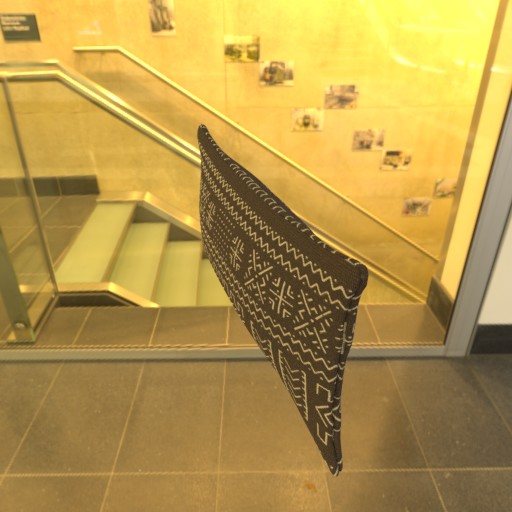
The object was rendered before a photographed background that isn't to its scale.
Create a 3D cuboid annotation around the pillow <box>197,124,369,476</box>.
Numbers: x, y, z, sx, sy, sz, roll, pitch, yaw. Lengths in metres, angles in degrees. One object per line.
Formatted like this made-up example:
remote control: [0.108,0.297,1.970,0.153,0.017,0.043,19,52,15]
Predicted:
pillow: [0.000,0.000,0.783,0.135,0.322,0.667,-10,31,-18]
